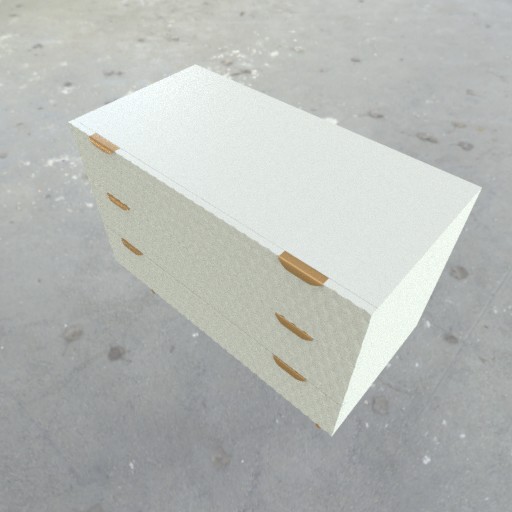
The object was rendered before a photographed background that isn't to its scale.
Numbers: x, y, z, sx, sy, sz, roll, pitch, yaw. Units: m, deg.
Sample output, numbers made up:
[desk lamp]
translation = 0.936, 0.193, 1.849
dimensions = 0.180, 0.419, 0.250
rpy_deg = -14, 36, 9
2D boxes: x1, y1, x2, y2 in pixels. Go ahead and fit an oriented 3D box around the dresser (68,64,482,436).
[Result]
[dresser]
translation = 0.000, 0.000, 1.313
dimensions = 0.905, 0.721, 0.457
rpy_deg = 33, 55, 27
